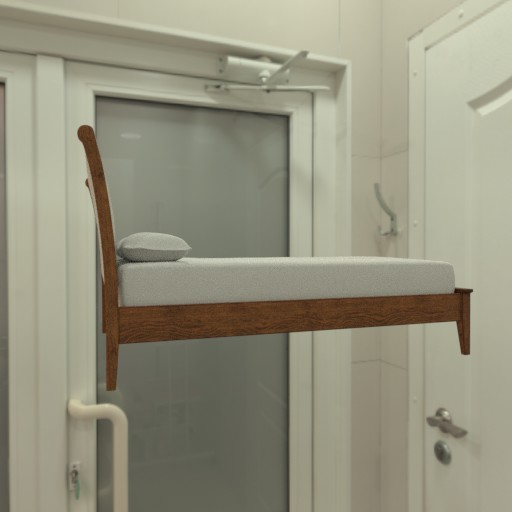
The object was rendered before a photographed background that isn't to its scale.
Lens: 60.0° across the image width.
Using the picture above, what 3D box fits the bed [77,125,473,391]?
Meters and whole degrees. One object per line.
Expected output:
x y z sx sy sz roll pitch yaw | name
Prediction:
0.000 0.000 2.891 2.108 1.135 1.502 0 1 -20 | bed
